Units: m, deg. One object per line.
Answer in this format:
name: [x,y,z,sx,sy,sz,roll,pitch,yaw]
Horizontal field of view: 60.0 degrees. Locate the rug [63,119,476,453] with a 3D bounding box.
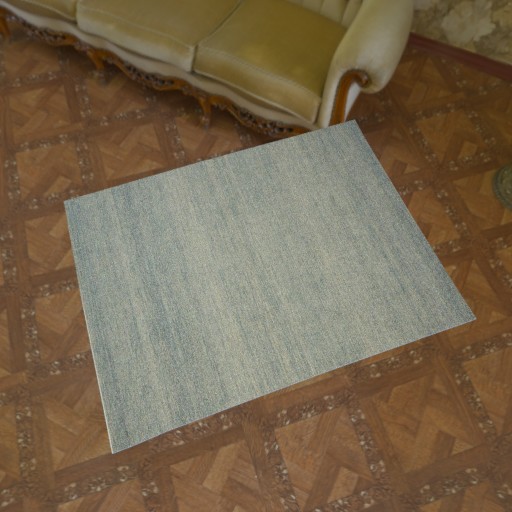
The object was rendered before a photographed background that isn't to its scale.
rug: [0.000,0.000,4.160,3.237,0.046,2.461,-18,65,-9]
